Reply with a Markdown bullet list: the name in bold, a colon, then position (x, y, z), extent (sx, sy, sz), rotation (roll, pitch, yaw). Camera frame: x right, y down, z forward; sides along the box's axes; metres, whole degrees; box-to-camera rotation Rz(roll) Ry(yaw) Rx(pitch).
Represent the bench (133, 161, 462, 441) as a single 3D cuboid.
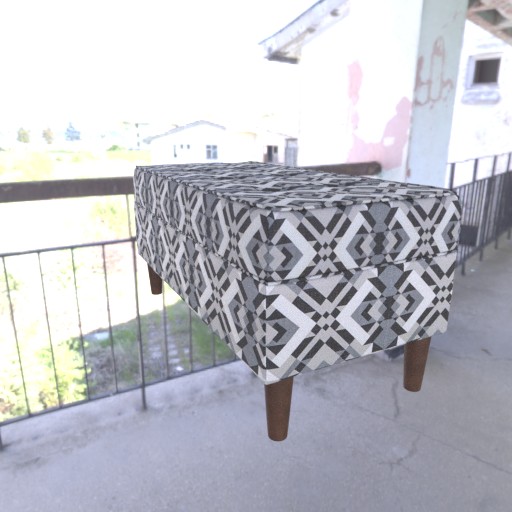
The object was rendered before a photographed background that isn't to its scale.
- **bench**: position (0.000, 0.000, 1.311), extent (0.492, 0.477, 1.016), rotation (-8, 18, -26)
